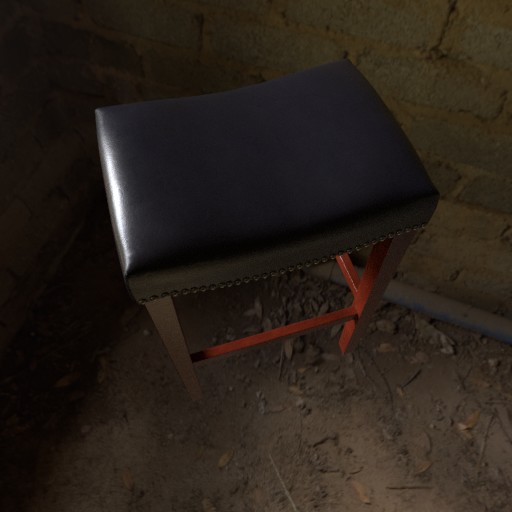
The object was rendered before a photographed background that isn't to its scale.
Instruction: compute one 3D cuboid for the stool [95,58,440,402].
[{"bbox_3d":[0.000,0.000,1.027,0.504,0.742,0.372,-15,60,-9],"label":"stool"}]
